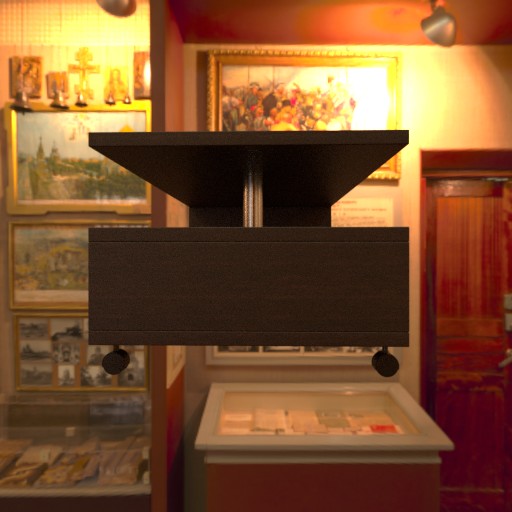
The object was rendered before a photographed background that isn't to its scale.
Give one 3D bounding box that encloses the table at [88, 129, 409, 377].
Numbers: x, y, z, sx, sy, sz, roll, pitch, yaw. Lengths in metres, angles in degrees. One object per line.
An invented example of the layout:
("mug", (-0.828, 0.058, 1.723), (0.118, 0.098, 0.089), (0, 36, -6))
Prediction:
("table", (0.000, 0.000, 1.337), (0.590, 0.460, 1.050), (0, 0, 2))
